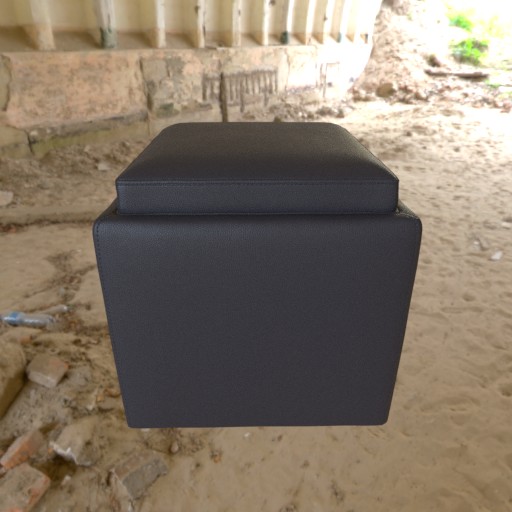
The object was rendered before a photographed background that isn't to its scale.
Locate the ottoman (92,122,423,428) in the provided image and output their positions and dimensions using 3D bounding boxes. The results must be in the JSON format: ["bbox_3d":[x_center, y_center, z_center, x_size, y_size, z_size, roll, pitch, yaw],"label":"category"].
[{"bbox_3d":[0.000,0.000,0.840,0.450,0.460,0.451,0,26,-1],"label":"ottoman"}]
